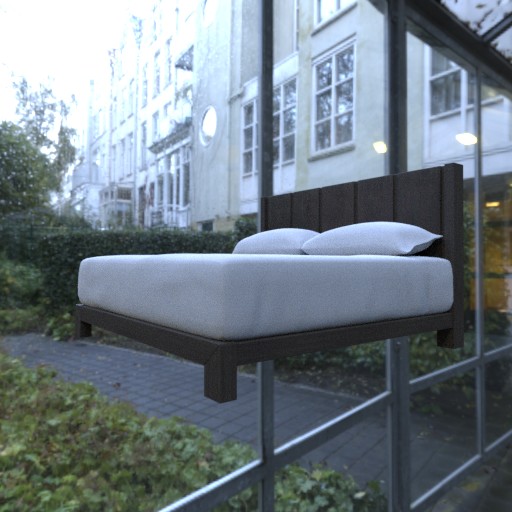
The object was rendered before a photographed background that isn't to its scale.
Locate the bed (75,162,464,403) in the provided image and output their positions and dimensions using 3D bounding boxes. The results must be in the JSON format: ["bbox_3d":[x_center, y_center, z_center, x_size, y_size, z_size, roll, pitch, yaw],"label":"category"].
[{"bbox_3d":[0.000,0.000,3.322,2.012,1.270,2.134,0,-1,-38],"label":"bed"}]
